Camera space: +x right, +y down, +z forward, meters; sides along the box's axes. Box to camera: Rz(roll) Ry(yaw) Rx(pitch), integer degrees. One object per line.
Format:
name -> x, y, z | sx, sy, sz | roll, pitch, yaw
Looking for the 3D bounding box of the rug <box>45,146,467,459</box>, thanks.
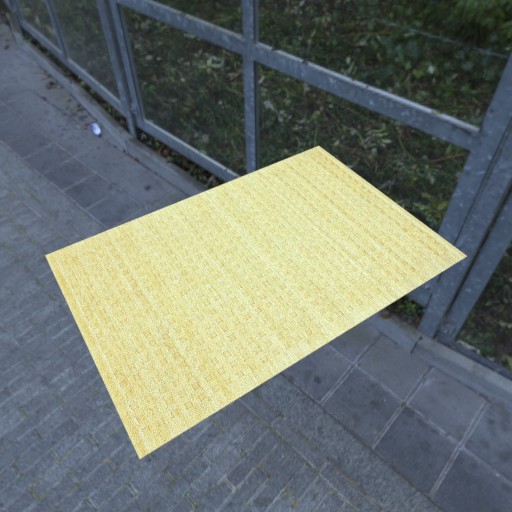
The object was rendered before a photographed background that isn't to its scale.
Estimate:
rug -> 0.000, 0.000, 2.887 | 2.286, 0.006, 1.524 | -26, 52, -22
